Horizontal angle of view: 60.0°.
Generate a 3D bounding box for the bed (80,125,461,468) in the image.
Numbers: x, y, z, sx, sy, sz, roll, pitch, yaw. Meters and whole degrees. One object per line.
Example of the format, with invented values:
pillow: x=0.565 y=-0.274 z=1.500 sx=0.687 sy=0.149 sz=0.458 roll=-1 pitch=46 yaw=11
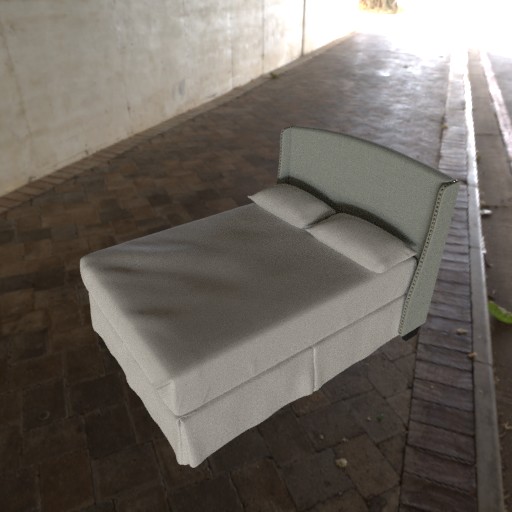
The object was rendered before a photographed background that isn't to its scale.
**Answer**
bed: x=0.000 y=0.000 z=3.346 sx=2.237 sy=1.407 sz=1.710 roll=-21 pitch=37 yaw=-30
